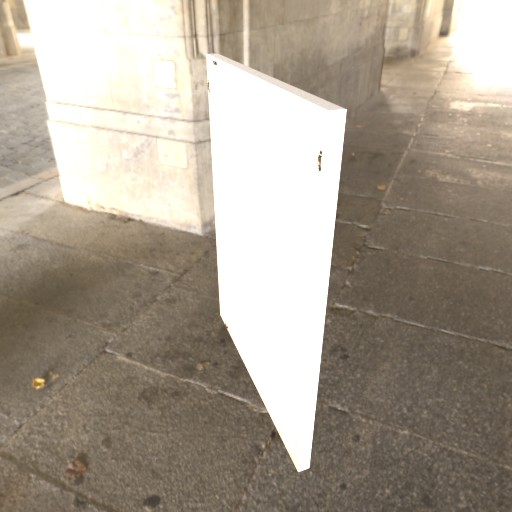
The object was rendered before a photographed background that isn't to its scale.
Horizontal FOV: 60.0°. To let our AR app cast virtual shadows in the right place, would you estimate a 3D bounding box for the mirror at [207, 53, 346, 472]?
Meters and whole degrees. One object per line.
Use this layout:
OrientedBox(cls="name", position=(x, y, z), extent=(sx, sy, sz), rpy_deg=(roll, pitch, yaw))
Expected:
OrientedBox(cls="mirror", position=(0.000, 0.000, 1.319), extent=(0.040, 1.016, 0.762), rpy_deg=(-11, 33, -18))
